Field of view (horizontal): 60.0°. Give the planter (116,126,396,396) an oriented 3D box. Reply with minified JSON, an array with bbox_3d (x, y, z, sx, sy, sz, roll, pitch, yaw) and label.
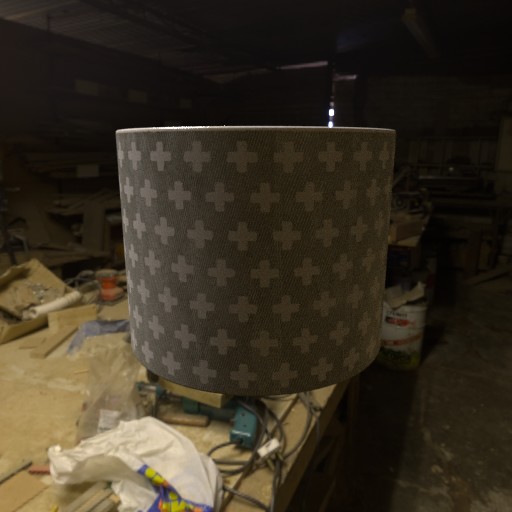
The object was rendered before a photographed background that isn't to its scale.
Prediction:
[{"bbox_3d":[0.000,0.000,0.336,0.190,0.181,0.190,0,14,0],"label":"planter"}]
